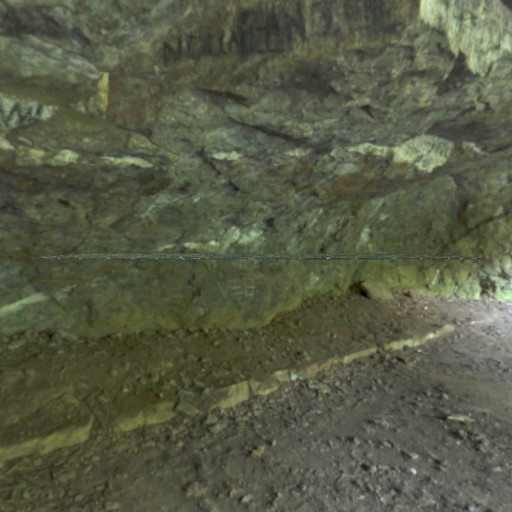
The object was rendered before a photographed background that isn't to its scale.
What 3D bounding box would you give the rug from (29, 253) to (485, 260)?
[{"bbox_3d":[0.000,0.000,2.758,2.476,0.010,0.807,0,2,0],"label":"rug"}]
